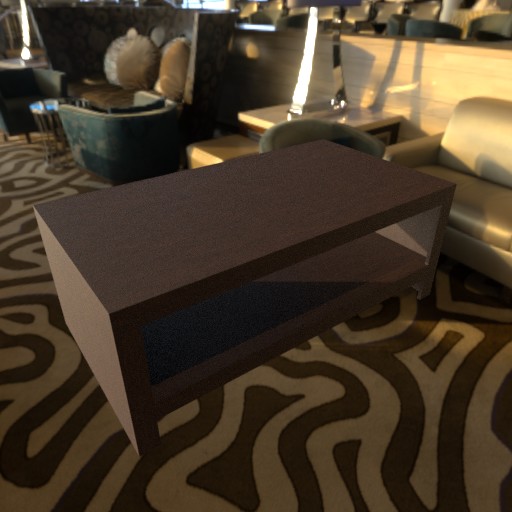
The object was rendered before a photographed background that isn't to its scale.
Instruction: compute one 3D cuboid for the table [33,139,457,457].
[{"bbox_3d":[0.000,0.000,1.409,1.099,0.424,0.597,-20,36,-30],"label":"table"}]
